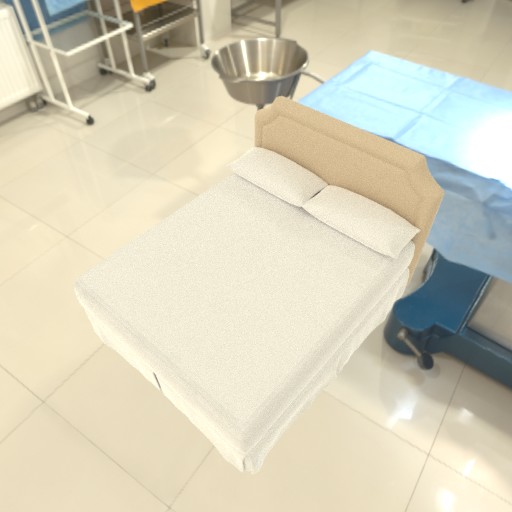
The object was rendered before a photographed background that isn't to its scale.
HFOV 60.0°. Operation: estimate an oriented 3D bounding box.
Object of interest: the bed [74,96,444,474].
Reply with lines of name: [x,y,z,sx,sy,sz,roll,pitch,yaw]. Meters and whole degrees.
bed: [0.000,0.000,3.931,2.134,1.524,2.548,33,56,26]
